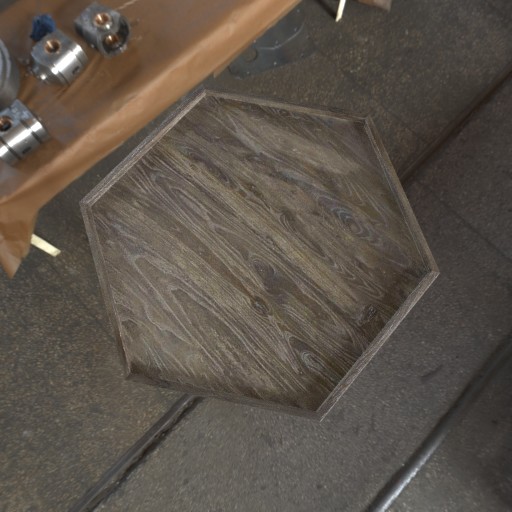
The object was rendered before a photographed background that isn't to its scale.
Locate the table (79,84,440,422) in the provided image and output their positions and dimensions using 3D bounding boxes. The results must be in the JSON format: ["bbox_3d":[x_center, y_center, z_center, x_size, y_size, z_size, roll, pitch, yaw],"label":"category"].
[{"bbox_3d":[0.000,0.000,1.578,1.115,0.488,0.966,11,76,3],"label":"table"}]
